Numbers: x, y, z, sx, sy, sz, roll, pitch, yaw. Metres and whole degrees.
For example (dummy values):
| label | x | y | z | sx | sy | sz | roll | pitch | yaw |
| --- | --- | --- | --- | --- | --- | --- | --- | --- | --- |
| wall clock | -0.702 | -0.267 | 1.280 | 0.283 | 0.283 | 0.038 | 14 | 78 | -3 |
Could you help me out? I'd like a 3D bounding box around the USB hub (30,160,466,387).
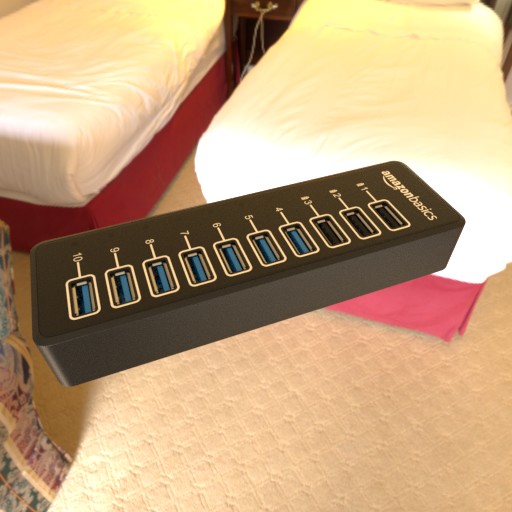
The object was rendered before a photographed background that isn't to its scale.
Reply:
| label | x | y | z | sx | sy | sz | roll | pitch | yaw |
| --- | --- | --- | --- | --- | --- | --- | --- | --- | --- |
| USB hub | 0.000 | 0.000 | 0.159 | 0.145 | 0.023 | 0.044 | -15 | 47 | -15 |
